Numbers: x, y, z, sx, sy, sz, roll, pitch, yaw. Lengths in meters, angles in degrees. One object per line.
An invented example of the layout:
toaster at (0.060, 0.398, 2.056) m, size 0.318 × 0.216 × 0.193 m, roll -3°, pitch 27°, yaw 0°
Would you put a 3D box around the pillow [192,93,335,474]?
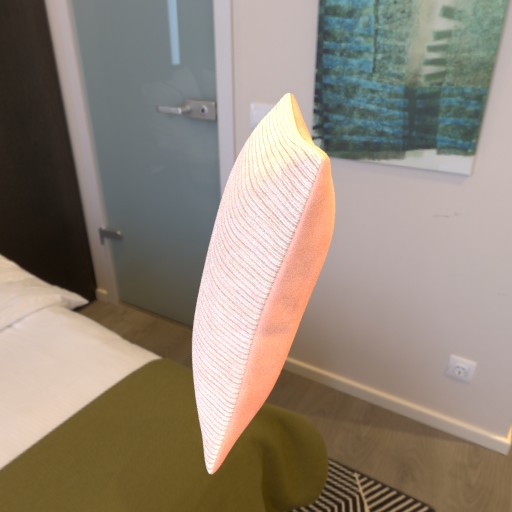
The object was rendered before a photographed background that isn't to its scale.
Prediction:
pillow at (0.000, 0.000, 0.647) m, size 0.177 × 0.401 × 0.424 m, roll 0°, pitch 27°, yaw 0°
